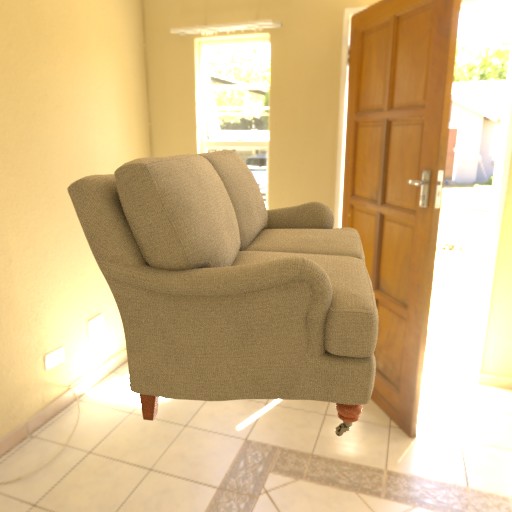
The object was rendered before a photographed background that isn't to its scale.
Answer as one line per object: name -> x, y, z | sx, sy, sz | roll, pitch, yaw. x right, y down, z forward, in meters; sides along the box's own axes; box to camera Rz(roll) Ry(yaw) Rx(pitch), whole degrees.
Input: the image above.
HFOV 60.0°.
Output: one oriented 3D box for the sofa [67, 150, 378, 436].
sofa -> 0.000, 0.000, 2.198 | 1.087, 0.999, 1.480 | 3, 15, 10
